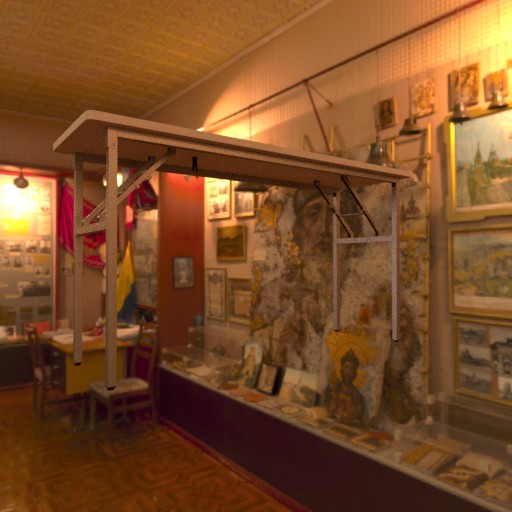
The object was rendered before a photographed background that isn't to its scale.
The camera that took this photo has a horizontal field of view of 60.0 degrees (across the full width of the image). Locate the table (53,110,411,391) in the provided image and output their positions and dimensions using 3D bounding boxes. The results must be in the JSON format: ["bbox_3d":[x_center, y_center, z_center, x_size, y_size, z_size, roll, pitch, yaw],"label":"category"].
[{"bbox_3d":[0.000,0.000,1.733,1.397,0.750,0.446,1,-1,-36],"label":"table"}]
